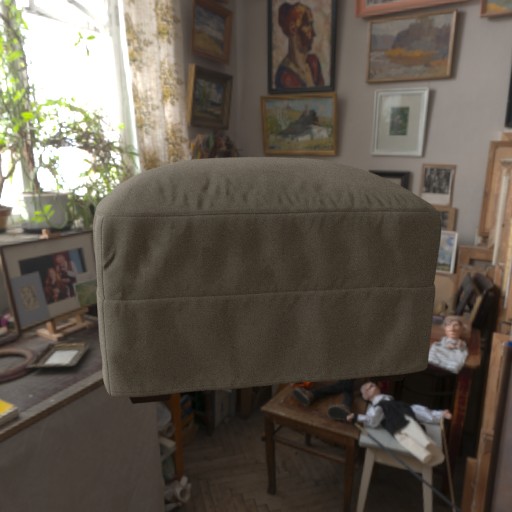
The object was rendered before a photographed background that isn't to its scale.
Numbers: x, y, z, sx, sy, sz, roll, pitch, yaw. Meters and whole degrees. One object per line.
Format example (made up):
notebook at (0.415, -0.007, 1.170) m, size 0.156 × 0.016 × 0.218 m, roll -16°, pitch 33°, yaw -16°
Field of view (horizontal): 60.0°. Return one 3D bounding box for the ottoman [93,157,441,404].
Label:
ottoman at (0.000, 0.000, 1.104) m, size 0.712 × 0.480 × 0.584 m, roll -2°, pitch 13°, yaw -9°
